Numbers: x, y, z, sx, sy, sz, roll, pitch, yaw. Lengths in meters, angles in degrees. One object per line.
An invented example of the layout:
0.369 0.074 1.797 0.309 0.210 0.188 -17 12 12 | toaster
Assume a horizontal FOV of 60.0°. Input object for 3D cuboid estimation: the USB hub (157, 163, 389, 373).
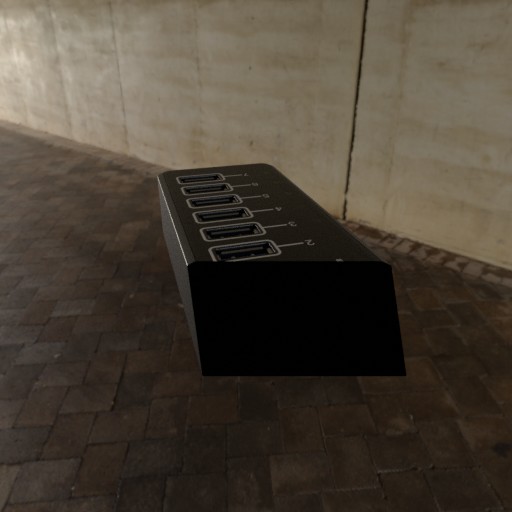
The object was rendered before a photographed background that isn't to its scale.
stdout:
0.000 0.000 0.127 0.044 0.023 0.110 -8 28 -15 | USB hub
